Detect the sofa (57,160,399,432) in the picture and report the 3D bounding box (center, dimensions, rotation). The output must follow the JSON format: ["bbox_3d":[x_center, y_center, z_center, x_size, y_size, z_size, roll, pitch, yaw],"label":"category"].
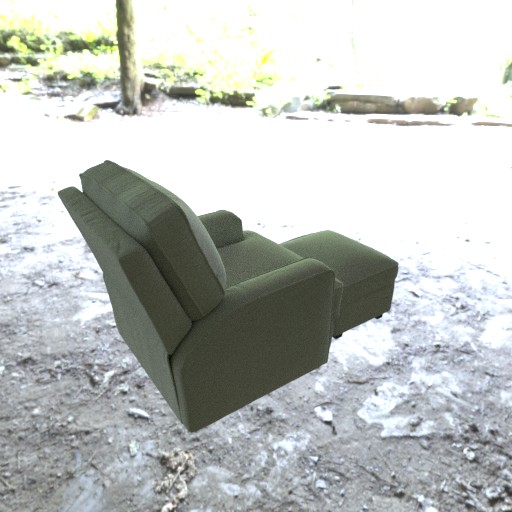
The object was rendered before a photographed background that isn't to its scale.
[{"bbox_3d":[0.000,0.000,2.074,1.472,0.959,0.861,-17,32,-31],"label":"sofa"}]
